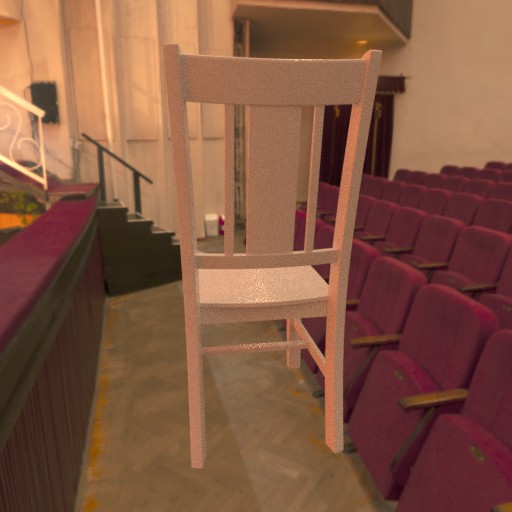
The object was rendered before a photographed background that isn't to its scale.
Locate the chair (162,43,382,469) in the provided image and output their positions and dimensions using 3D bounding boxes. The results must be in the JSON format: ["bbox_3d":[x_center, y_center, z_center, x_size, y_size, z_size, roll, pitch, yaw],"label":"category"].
[{"bbox_3d":[0.000,0.000,1.256,0.450,0.998,0.555,-2,15,-9],"label":"chair"}]
